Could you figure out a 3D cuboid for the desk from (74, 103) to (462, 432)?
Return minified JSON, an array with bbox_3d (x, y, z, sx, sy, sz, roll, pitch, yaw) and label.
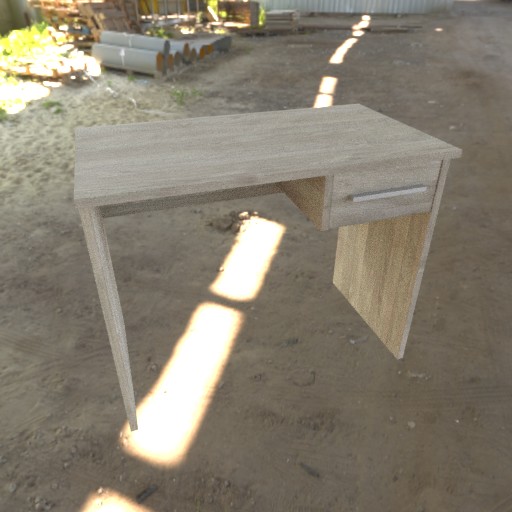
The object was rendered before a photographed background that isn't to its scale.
[{"bbox_3d":[0.000,0.000,1.348,0.893,0.724,0.498,-10,33,-16],"label":"desk"}]
